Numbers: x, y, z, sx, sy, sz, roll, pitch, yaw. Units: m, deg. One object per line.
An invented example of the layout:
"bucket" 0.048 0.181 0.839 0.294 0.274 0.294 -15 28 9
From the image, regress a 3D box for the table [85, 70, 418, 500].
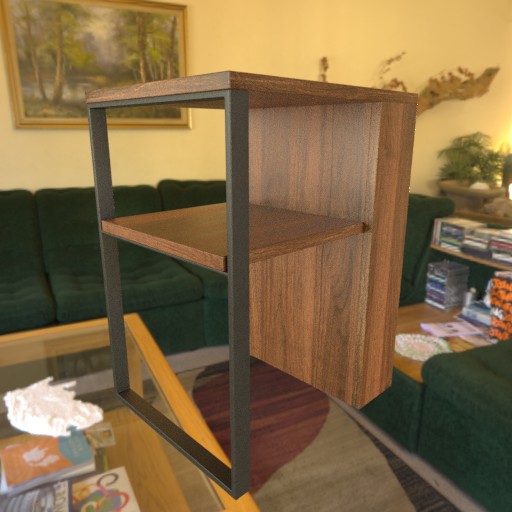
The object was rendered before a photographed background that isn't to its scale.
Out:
"table" 0.000 0.000 1.499 0.786 1.041 0.660 -15 21 -42
